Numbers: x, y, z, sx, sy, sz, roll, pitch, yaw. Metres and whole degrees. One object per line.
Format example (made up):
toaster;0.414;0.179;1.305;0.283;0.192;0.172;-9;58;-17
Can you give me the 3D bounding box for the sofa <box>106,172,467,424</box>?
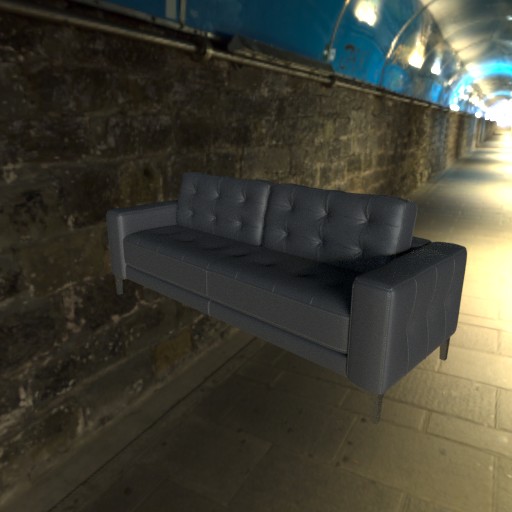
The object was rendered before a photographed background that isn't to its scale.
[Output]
sofa;0.000;0.000;2.783;2.275;0.893;0.833;16;23;42
